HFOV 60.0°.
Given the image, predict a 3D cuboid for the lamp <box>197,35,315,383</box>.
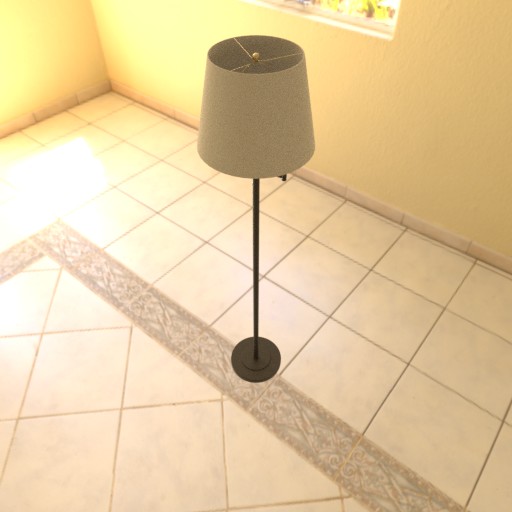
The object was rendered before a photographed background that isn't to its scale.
[{"bbox_3d":[0.000,0.000,1.648,0.348,1.473,0.348,22,50,20],"label":"lamp"}]
